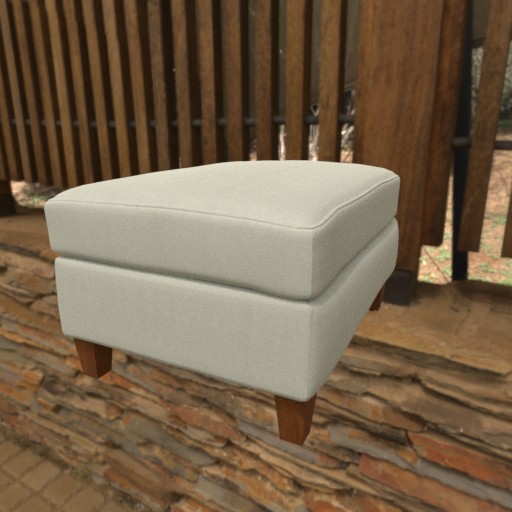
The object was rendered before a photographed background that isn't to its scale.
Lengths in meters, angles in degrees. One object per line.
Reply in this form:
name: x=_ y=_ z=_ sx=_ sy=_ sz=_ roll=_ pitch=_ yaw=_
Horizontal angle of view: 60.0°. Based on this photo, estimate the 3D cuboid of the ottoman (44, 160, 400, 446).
ottoman: x=0.000 y=0.000 z=1.199 sx=0.634 sy=0.496 sz=0.818 roll=8 pitch=19 yaw=25
